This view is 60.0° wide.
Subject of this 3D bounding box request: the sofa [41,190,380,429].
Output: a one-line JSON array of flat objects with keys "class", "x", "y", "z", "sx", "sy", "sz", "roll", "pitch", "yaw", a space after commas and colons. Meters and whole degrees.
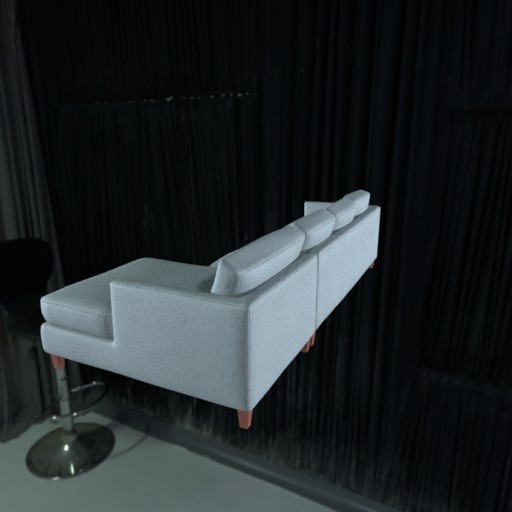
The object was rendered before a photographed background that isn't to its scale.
[{"class": "sofa", "x": 0.000, "y": 0.000, "z": 4.065, "sx": 1.604, "sy": 0.950, "sz": 3.471, "roll": 7, "pitch": 17, "yaw": 25}]
